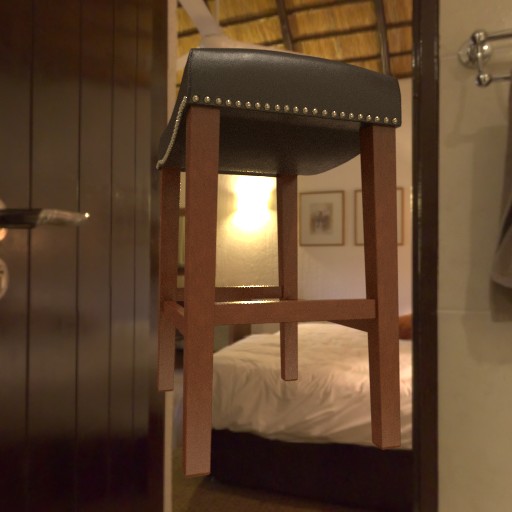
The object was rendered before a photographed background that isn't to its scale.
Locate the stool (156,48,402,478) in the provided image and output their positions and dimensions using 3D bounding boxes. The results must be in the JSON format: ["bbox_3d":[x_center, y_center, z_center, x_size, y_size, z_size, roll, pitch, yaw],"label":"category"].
[{"bbox_3d":[0.000,0.000,0.927,0.372,0.654,0.504,0,-1,-17],"label":"stool"}]
